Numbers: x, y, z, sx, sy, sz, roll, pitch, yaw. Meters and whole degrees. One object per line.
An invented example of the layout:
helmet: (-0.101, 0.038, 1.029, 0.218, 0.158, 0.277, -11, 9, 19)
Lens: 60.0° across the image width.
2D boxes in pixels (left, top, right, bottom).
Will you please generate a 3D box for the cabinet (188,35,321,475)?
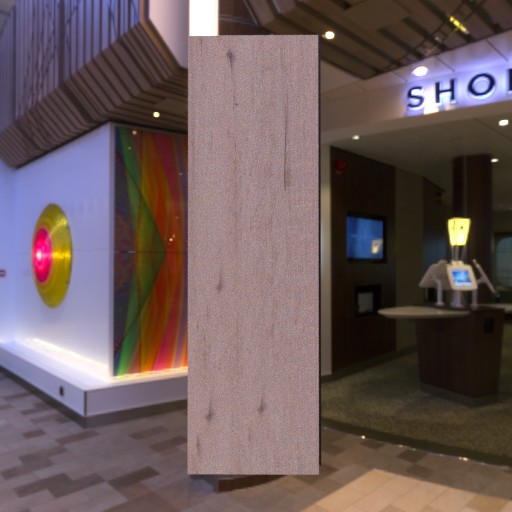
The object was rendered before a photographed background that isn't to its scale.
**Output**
cabinet: (0.000, 0.000, 3.200, 0.660, 2.180, 2.000, 0, -1, 0)
